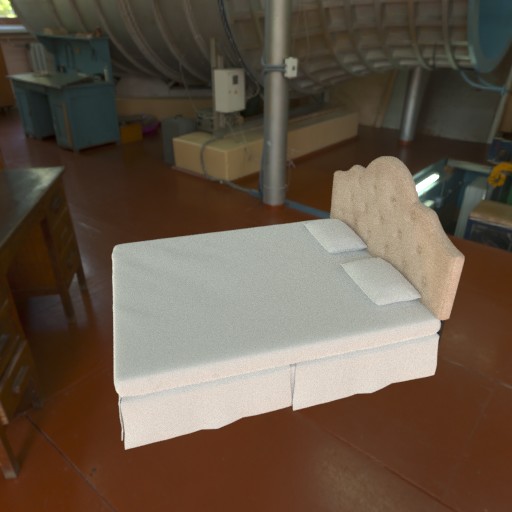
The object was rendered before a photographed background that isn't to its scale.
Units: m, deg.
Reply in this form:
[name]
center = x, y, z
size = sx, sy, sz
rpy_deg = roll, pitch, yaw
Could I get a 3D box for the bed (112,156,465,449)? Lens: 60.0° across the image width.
[bed]
center = 0.000, 0.000, 2.994
size = 1.970, 1.194, 1.667
rpy_deg = -8, 30, -14
